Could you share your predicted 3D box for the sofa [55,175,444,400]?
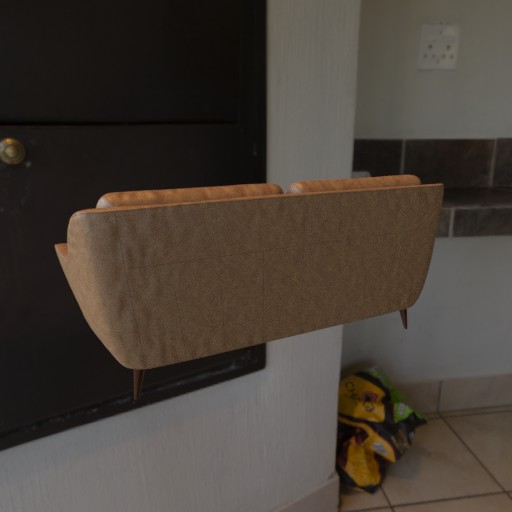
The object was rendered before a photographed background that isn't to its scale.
[{"bbox_3d":[0.000,0.000,2.357,1.902,0.839,0.904,-8,18,-26],"label":"sofa"}]
